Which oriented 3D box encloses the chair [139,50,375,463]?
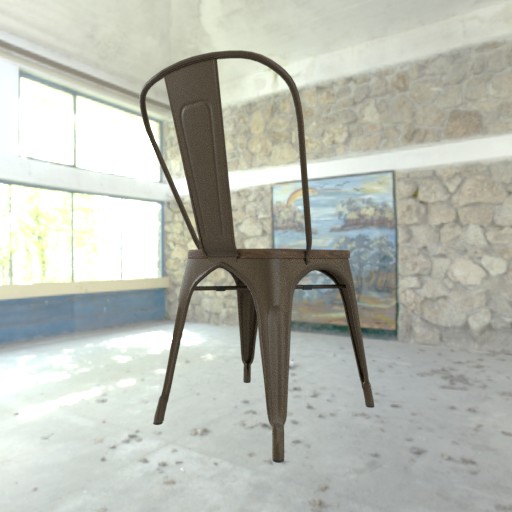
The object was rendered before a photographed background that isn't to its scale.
[{"bbox_3d":[0.000,0.000,1.162,0.451,0.844,0.532,0,0,35],"label":"chair"}]
